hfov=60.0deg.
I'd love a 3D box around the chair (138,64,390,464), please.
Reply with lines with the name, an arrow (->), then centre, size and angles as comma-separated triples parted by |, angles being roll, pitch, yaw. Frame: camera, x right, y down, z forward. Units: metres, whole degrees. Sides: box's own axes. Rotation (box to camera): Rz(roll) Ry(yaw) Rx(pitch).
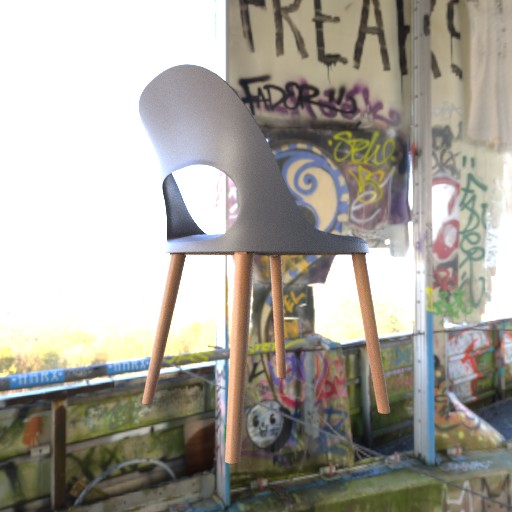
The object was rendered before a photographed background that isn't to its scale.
chair -> 0.000, 0.000, 1.144 | 0.556, 0.795, 0.470 | 0, -1, -36
